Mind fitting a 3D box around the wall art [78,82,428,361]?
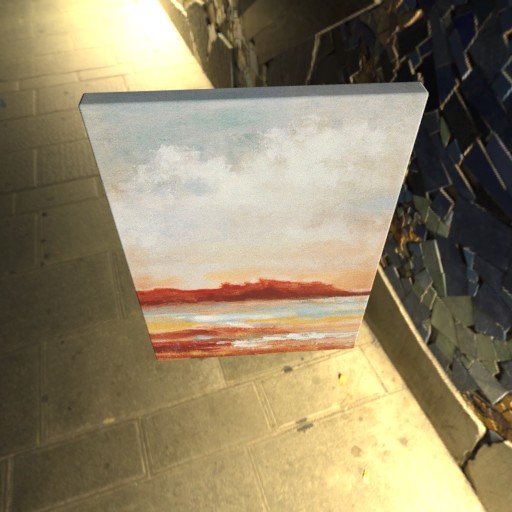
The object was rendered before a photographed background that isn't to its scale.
[{"bbox_3d":[0.000,0.000,0.785,0.443,0.605,0.035,-3,46,-3],"label":"wall art"}]
